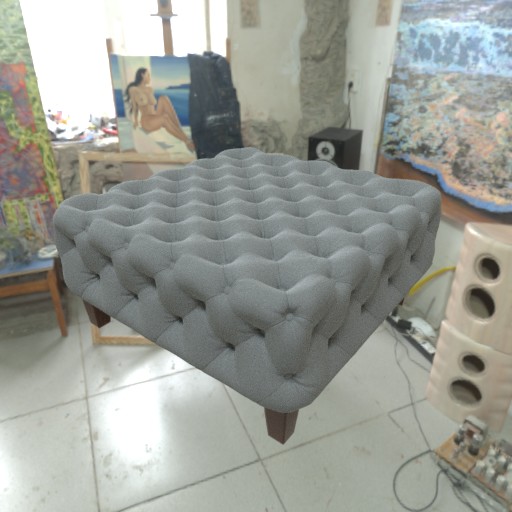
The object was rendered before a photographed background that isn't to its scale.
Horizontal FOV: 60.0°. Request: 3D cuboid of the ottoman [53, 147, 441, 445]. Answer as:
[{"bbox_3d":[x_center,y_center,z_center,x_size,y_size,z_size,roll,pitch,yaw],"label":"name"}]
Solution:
[{"bbox_3d":[0.000,0.000,1.447,0.911,0.439,0.917,20,34,33],"label":"ottoman"}]
